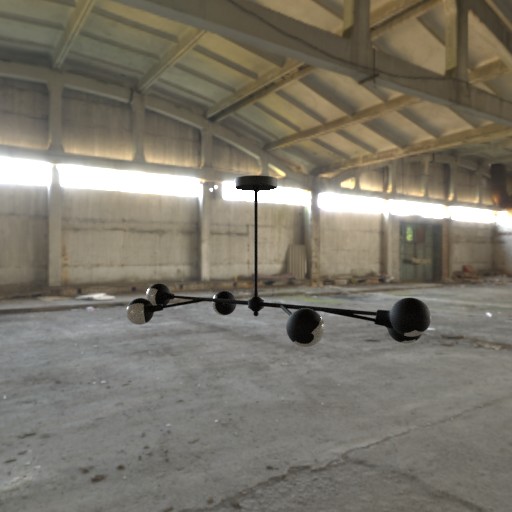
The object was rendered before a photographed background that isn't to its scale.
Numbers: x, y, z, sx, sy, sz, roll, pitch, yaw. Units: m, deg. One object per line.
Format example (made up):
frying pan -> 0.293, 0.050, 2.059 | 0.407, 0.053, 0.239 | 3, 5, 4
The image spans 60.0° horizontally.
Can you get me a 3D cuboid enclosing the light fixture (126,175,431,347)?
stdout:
light fixture -> 0.000, 0.000, 1.046 | 0.434, 0.362, 0.778 | 0, 0, -34
